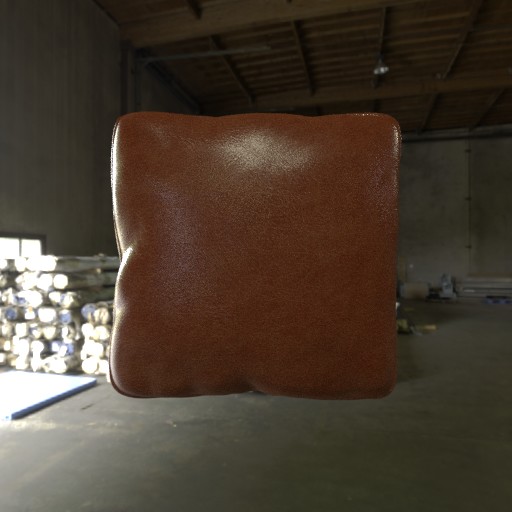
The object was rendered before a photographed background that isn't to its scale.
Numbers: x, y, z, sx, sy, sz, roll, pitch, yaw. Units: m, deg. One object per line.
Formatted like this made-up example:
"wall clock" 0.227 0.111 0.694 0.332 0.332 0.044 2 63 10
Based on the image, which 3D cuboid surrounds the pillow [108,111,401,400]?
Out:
"pillow" 0.000 0.000 0.811 0.532 0.523 0.236 0 -1 -1
